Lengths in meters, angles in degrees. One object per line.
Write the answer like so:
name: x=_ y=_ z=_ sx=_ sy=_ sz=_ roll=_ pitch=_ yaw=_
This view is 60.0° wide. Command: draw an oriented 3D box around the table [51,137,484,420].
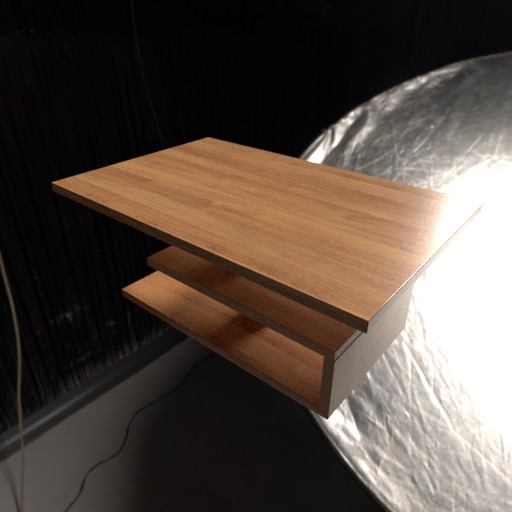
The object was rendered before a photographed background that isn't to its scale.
table: x=0.000 y=0.000 z=1.439 sx=1.100 sy=0.442 sz=0.700 roll=22 pitch=37 yaw=34
